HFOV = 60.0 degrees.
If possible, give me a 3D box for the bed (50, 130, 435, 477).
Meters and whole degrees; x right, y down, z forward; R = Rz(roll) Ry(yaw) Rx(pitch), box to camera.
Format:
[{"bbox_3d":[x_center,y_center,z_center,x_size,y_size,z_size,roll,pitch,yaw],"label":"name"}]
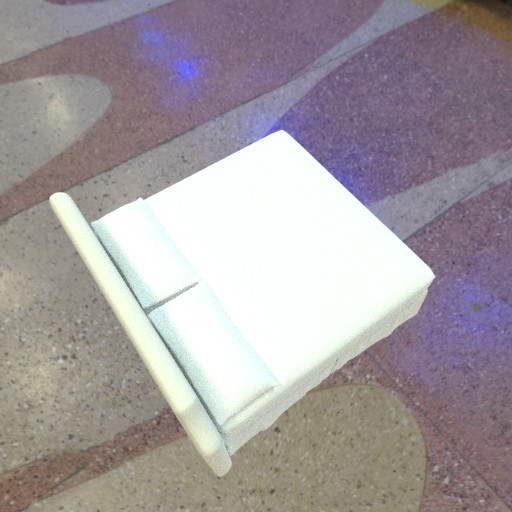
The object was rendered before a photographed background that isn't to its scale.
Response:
[{"bbox_3d":[0.000,0.000,3.468,2.204,1.301,2.160,-32,64,-17],"label":"bed"}]
